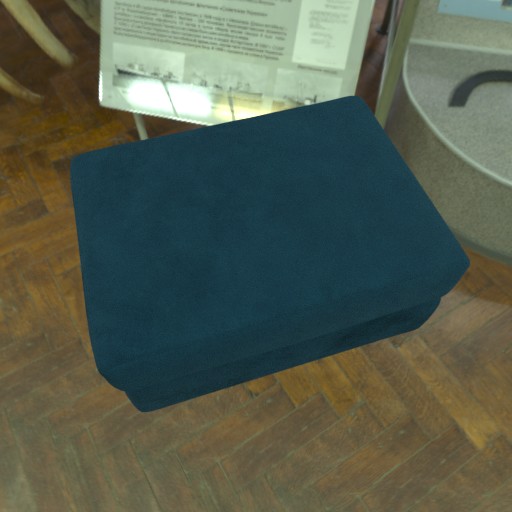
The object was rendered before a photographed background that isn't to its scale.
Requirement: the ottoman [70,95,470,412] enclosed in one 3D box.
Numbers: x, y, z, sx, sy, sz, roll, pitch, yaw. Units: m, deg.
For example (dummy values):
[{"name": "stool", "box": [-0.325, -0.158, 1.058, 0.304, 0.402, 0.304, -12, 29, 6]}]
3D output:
[{"name": "ottoman", "box": [0.000, 0.000, 1.136, 0.773, 0.503, 0.572, -15, 59, -9]}]
